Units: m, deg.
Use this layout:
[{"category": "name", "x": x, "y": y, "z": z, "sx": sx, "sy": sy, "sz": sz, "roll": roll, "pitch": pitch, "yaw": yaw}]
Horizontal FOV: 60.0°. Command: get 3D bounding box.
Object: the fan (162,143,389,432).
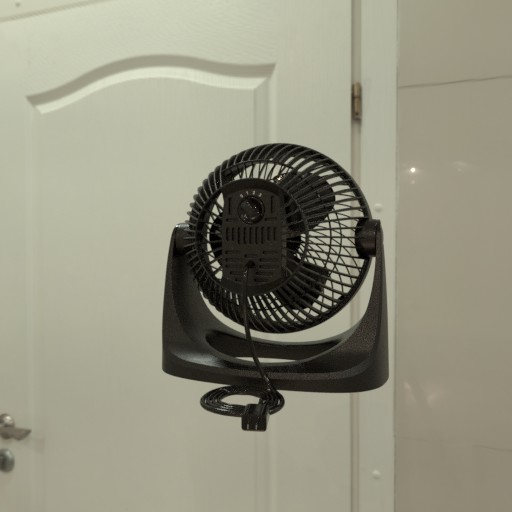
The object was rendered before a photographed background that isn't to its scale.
[{"category": "fan", "x": 0.000, "y": 0.000, "z": 0.477, "sx": 0.273, "sy": 0.277, "sz": 0.256, "roll": 0, "pitch": 1, "yaw": 18}]
